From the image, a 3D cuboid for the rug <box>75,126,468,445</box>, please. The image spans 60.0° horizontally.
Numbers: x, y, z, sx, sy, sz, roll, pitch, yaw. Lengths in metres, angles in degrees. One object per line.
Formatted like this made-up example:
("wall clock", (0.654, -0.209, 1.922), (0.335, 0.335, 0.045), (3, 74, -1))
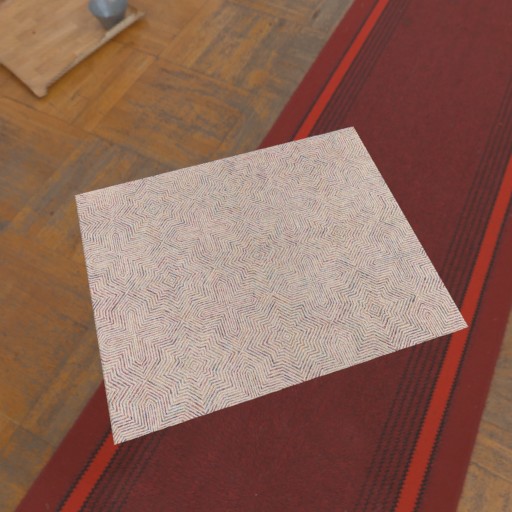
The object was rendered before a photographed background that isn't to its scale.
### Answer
("rug", (0.000, 0.000, 4.137), (3.046, 0.008, 2.442), (-16, 63, -8))
